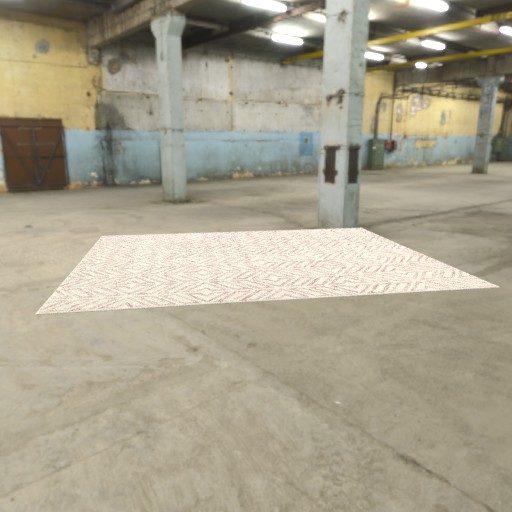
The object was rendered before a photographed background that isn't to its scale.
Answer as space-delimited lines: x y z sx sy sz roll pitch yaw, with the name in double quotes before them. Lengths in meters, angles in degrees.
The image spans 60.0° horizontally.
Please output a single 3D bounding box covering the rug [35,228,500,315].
"rug" 0.000 0.000 3.999 3.045 0.008 2.421 -2 14 -10
